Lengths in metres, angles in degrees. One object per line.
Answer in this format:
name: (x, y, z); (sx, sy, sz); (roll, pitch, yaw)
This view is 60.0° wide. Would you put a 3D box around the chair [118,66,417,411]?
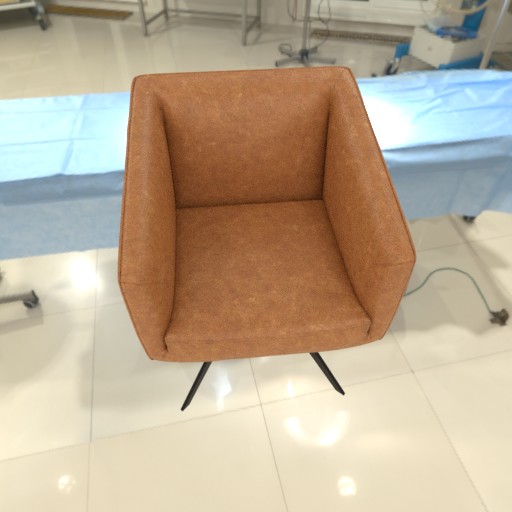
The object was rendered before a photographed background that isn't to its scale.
chair: (0.000, 0.000, 1.209); (0.588, 0.760, 0.625); (-4, 45, -4)
